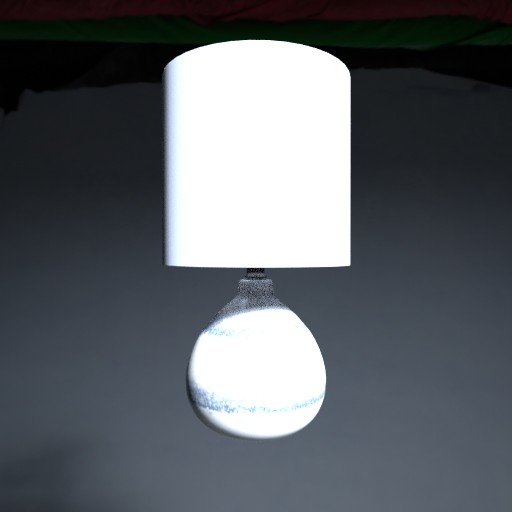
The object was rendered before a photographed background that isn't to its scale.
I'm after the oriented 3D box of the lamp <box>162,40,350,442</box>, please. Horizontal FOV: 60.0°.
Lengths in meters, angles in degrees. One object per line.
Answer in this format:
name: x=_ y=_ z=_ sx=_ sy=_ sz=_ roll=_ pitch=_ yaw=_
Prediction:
lamp: x=0.000 y=0.000 z=0.522 sx=0.216 sy=0.404 sz=0.216 roll=0 pitch=0 yaw=0
